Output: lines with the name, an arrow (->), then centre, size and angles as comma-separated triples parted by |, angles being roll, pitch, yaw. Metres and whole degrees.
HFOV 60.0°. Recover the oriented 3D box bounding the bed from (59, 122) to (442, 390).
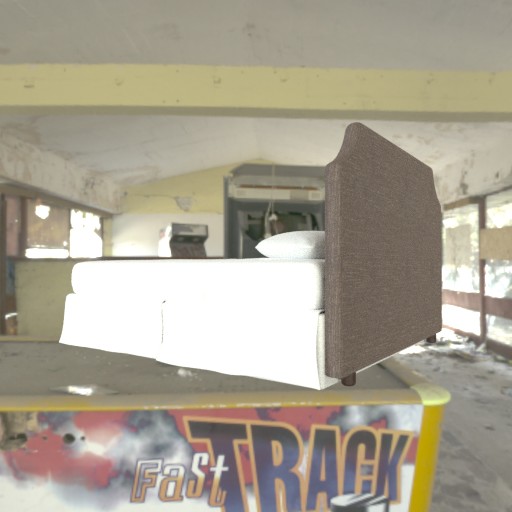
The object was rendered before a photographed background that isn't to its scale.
bed -> 0.000, 0.000, 4.149 | 2.773, 1.590, 2.350 | -1, -1, 36
